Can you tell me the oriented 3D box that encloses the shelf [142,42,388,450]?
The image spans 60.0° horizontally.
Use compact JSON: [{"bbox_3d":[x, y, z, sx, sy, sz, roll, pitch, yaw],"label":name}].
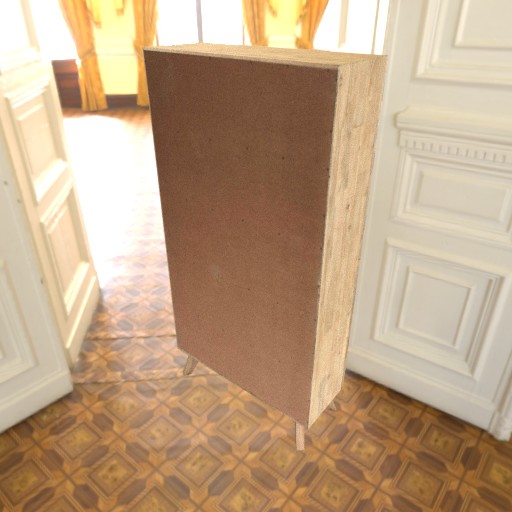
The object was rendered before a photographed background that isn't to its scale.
[{"bbox_3d":[0.000,0.000,1.743,0.748,1.471,0.308,22,37,33],"label":"shelf"}]
